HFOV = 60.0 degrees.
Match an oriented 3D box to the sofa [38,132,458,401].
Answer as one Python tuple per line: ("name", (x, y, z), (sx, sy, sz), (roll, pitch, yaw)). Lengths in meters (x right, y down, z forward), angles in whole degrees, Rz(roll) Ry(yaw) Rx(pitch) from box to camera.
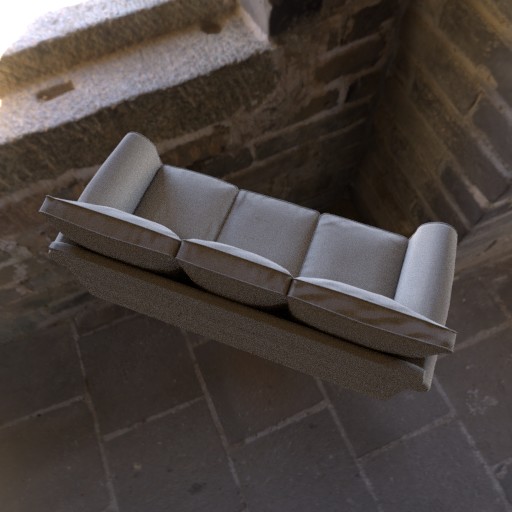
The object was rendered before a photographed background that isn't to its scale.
("sofa", (0.000, 0.000, 2.551), (2.084, 0.961, 0.916), (18, 64, 9))
